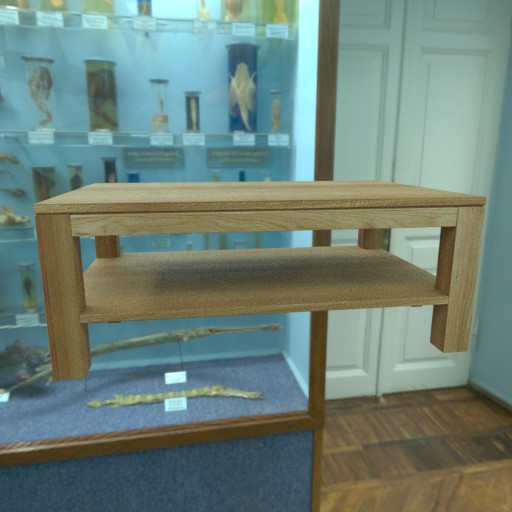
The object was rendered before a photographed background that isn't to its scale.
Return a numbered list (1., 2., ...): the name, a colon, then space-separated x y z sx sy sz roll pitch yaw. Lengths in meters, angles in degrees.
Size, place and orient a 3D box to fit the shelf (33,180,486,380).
1. shelf: 0.000 0.000 1.498 1.150 0.450 0.700 -2 13 -8
